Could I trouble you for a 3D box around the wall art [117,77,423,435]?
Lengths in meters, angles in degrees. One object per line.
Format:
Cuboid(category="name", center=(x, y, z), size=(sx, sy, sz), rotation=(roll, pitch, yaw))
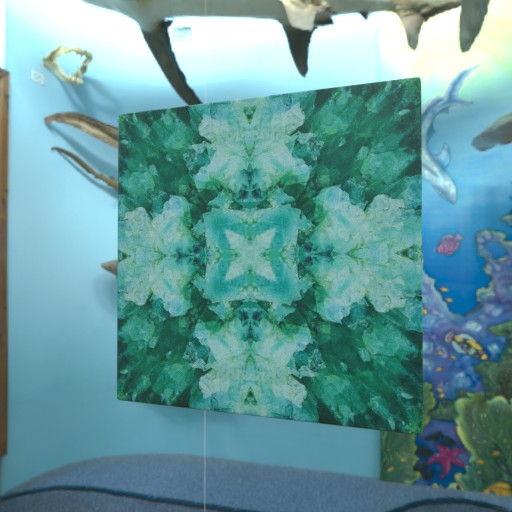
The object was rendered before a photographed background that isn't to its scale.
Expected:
Cuboid(category="wall art", center=(0.000, 0.000, 0.724), size=(0.507, 0.508, 0.038), rotation=(0, -1, 19))
